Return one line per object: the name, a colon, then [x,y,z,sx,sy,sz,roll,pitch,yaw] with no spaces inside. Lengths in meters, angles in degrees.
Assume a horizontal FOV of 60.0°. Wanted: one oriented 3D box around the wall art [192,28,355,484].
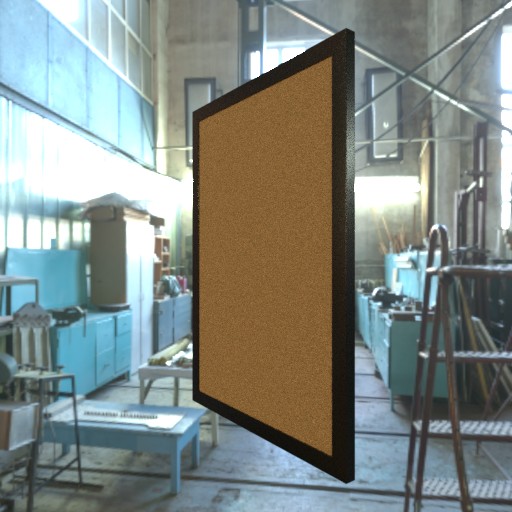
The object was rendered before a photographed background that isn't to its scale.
wall art: [0.000,0.000,0.828,0.019,0.656,0.462,0,0,-36]
